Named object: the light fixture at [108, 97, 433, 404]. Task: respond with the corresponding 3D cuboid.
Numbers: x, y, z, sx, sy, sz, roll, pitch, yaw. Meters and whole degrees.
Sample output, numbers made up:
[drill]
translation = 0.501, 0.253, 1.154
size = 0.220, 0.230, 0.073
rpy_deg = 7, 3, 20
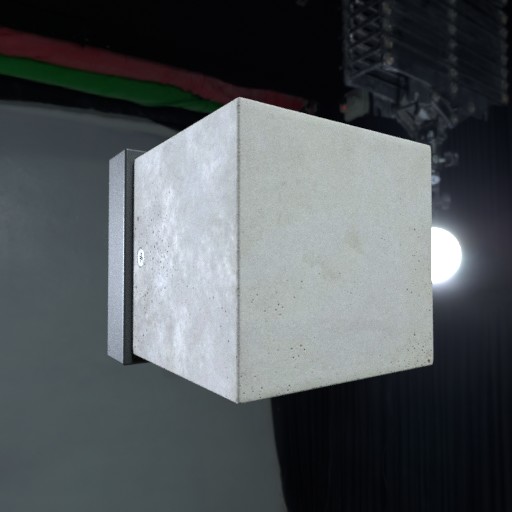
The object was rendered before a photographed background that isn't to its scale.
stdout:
[light fixture]
translation = 0.000, 0.000, 0.244
size = 0.121, 0.121, 0.143
rpy_deg = 1, -2, -34
